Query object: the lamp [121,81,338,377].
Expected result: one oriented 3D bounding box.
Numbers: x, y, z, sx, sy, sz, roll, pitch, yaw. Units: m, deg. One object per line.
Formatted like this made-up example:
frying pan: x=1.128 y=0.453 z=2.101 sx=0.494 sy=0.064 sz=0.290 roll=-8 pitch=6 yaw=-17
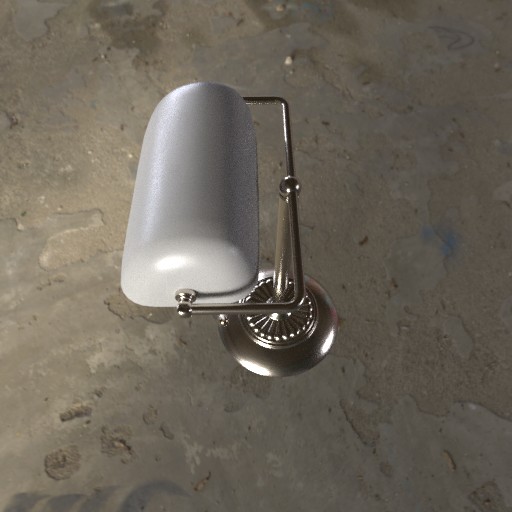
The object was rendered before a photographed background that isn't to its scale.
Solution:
lamp: x=0.000 y=0.000 z=0.514 sx=0.243 sy=0.339 sz=0.264 roll=-1 pitch=57 yaw=0
